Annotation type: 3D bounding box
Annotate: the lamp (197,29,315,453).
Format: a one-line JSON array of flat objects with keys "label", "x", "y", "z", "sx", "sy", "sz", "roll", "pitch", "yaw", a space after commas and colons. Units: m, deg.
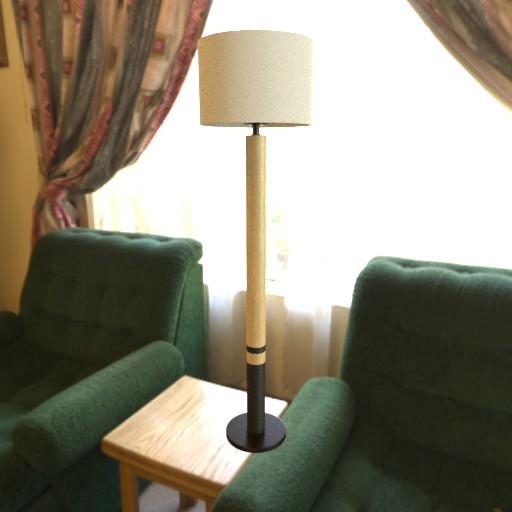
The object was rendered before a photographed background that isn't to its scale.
[{"label": "lamp", "x": 0.000, "y": 0.000, "z": 1.621, "sx": 0.381, "sy": 1.478, "sz": 0.381, "roll": 2, "pitch": 14, "yaw": 10}]
